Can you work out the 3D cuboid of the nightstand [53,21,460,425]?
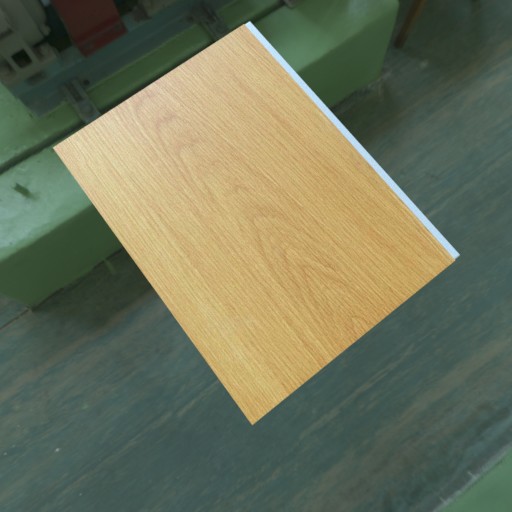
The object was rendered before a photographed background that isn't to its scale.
[{"bbox_3d":[0.000,0.000,0.816,0.316,0.601,0.400,-37,79,-8],"label":"nightstand"}]
